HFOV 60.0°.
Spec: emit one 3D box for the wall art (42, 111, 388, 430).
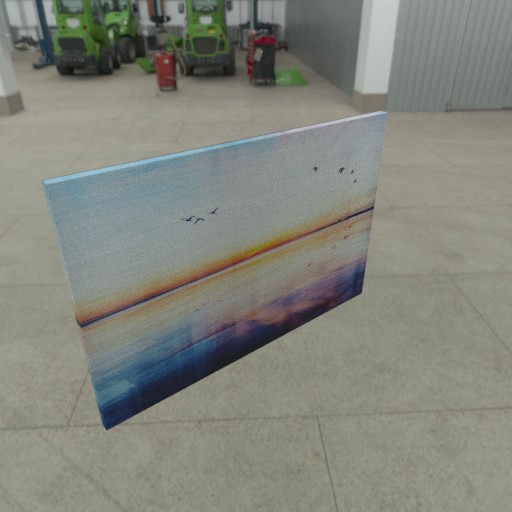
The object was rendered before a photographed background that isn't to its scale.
[{"bbox_3d":[0.000,0.000,0.756,0.604,0.402,0.018,-21,36,-33],"label":"wall art"}]
